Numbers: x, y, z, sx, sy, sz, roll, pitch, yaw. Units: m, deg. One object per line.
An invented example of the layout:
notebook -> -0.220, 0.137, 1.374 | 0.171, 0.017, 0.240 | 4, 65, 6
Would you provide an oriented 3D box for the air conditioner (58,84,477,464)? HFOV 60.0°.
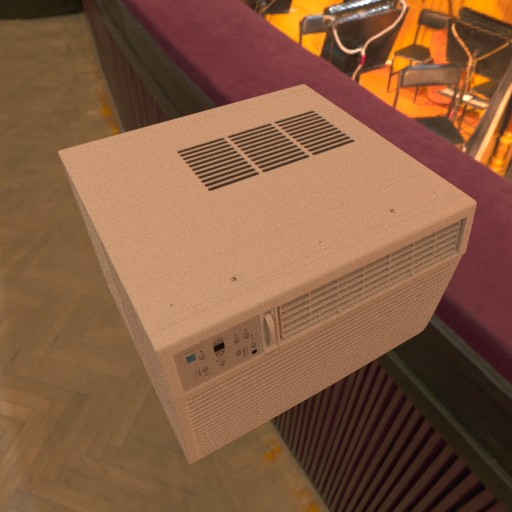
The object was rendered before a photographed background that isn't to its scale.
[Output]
air conditioner -> 0.000, 0.000, 1.049 | 0.645, 0.455, 0.599 | -23, 50, -21
